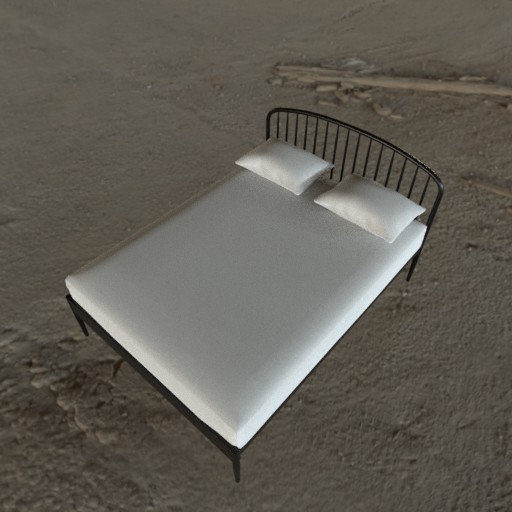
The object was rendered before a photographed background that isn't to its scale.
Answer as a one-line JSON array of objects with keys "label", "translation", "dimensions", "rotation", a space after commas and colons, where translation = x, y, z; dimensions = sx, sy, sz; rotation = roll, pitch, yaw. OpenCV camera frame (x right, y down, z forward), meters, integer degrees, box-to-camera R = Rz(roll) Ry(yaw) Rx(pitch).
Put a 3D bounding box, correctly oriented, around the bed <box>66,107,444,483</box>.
[{"label": "bed", "translation": [0.000, 0.000, 3.160], "dimensions": [1.618, 1.166, 2.159], "rotation": [32, 54, 27]}]
